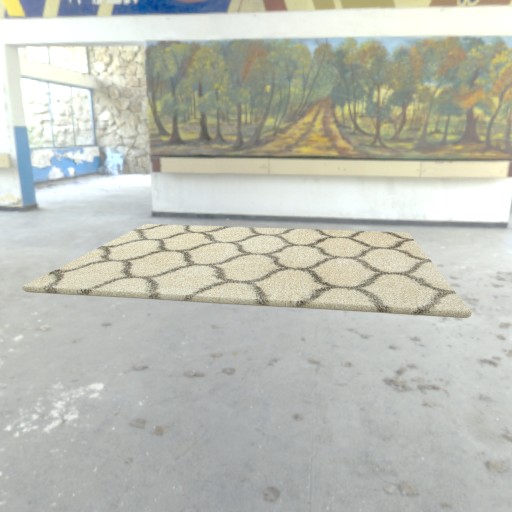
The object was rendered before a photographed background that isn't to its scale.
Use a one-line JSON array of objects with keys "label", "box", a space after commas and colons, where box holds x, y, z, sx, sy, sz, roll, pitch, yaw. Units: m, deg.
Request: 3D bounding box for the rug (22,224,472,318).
[{"label": "rug", "box": [0.000, 0.000, 2.112, 1.600, 0.025, 1.200, 2, 16, 9]}]
